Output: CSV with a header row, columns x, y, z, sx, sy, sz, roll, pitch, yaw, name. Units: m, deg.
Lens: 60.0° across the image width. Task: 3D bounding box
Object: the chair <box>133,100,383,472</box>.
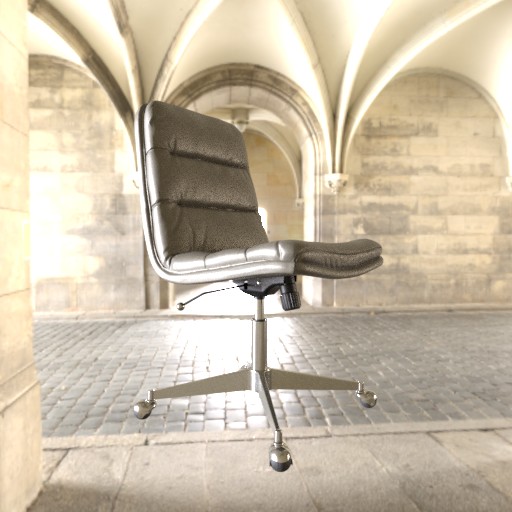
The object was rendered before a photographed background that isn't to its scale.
x,y,z,sx,sy,sz,roll,pitch,yaw,name
0.000,0.000,1.037,0.485,0.738,0.422,1,2,37,chair
